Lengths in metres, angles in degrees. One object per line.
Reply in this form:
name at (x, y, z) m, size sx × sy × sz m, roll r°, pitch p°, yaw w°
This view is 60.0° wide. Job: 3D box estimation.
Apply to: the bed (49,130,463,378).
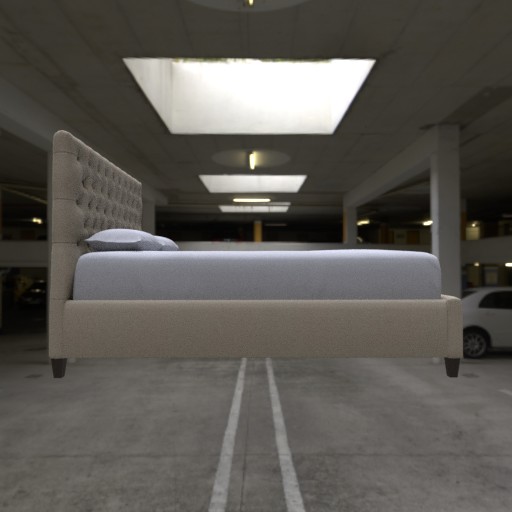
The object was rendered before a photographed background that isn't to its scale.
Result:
bed at (0.000, 0.000, 3.376) m, size 2.387 × 1.427 × 1.698 m, roll 0°, pitch -1°, yaw 0°
